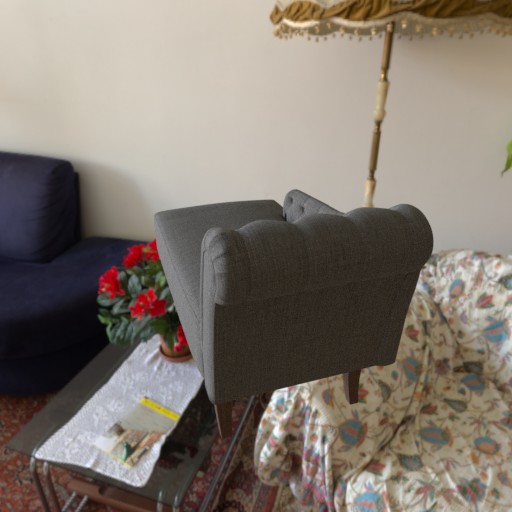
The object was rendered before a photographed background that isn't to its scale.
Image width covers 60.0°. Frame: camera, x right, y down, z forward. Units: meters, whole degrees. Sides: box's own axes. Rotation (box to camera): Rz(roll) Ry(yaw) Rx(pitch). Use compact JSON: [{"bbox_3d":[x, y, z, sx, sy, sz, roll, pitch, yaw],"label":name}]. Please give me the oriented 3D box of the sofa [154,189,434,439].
[{"bbox_3d":[0.000,0.000,1.814,0.675,0.787,1.379,-9,28,-17],"label":"sofa"}]
